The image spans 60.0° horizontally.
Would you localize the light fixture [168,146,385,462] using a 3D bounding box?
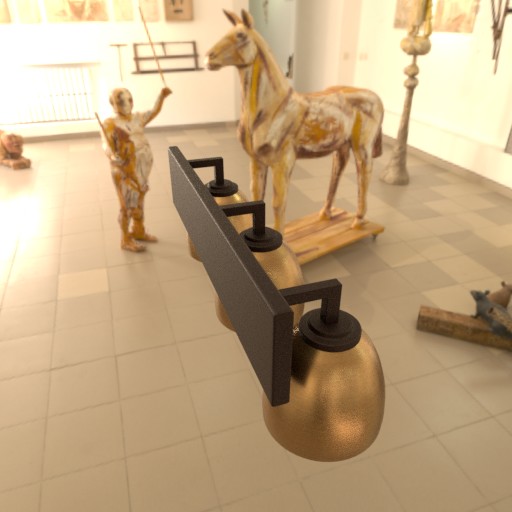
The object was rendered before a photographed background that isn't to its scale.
[{"bbox_3d":[0.000,0.000,0.669,0.157,0.204,0.582,-10,31,-17],"label":"light fixture"}]
